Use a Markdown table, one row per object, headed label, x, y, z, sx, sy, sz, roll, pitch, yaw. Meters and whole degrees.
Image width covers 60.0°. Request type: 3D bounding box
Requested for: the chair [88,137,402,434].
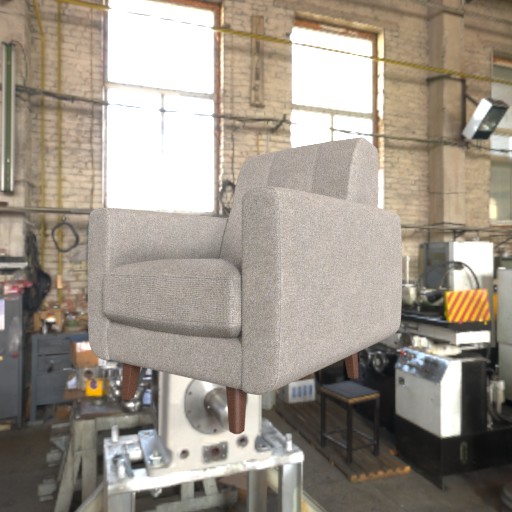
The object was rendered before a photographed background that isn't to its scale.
| label | x | y | z | sx | sy | sz | roll | pitch | yaw |
| --- | --- | --- | --- | --- | --- | --- | --- | --- | --- |
| chair | 0.000 | 0.000 | 1.676 | 0.845 | 0.968 | 0.942 | -1 | -1 | 38 |
